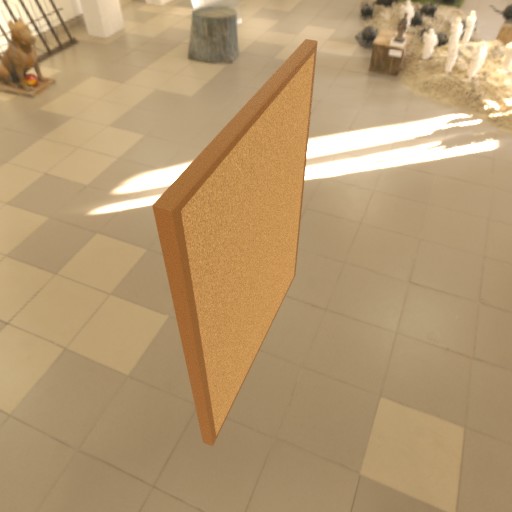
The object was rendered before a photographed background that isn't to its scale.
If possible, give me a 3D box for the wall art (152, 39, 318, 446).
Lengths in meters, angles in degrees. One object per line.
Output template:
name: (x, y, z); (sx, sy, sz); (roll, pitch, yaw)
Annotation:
wall art: (0.000, 0.000, 0.516); (0.015, 0.379, 0.310); (17, 48, 16)
